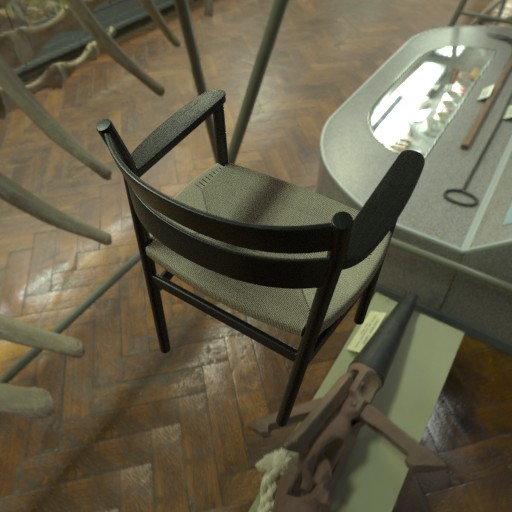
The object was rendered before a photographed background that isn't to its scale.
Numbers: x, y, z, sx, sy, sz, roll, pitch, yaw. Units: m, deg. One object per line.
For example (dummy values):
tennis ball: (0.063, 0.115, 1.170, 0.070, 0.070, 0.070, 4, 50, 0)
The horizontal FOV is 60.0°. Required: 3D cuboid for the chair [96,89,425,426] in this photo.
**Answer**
chair: (0.000, 0.000, 1.179, 0.630, 0.775, 0.508, 25, 52, 22)
